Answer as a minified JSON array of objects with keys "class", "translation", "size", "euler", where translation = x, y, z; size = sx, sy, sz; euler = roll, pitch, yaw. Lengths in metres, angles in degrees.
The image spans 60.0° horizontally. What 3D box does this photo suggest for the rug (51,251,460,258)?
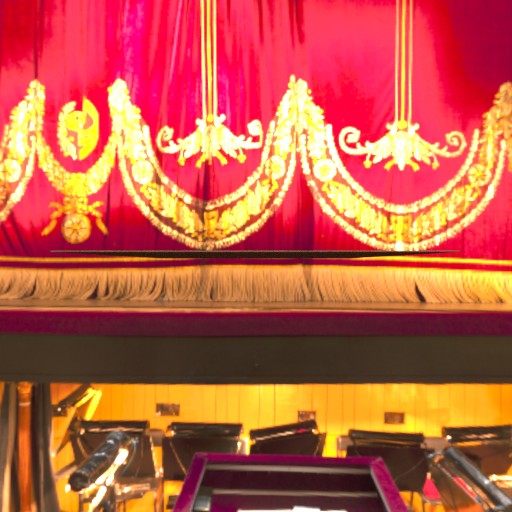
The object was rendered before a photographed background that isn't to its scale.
[{"class":"rug","translation":[0.000,0.000,4.115],"size":[2.440,0.008,3.036],"euler":[0,-1,0]}]
